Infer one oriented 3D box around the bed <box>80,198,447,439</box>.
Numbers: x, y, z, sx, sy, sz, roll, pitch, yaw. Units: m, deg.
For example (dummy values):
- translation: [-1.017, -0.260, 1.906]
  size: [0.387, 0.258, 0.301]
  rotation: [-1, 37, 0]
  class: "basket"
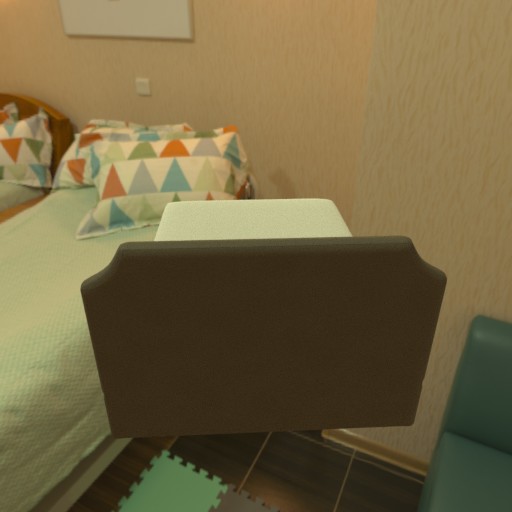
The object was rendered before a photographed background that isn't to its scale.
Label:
- translation: [0.000, 0.000, 3.309]
  size: [1.831, 1.297, 2.181]
  rotation: [-1, 29, -3]
  class: "bed"
